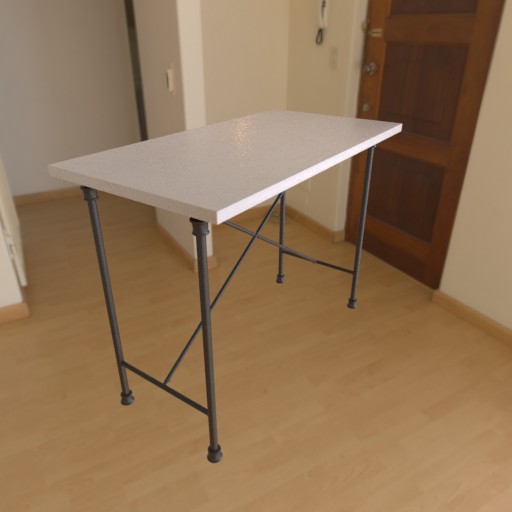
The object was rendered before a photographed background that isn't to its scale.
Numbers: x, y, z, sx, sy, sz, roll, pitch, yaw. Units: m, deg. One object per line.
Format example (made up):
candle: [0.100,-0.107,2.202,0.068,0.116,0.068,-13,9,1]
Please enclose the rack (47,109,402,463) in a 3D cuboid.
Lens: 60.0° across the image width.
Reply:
rack: [0.000,0.000,1.703,0.613,0.880,1.159,18,32,31]
